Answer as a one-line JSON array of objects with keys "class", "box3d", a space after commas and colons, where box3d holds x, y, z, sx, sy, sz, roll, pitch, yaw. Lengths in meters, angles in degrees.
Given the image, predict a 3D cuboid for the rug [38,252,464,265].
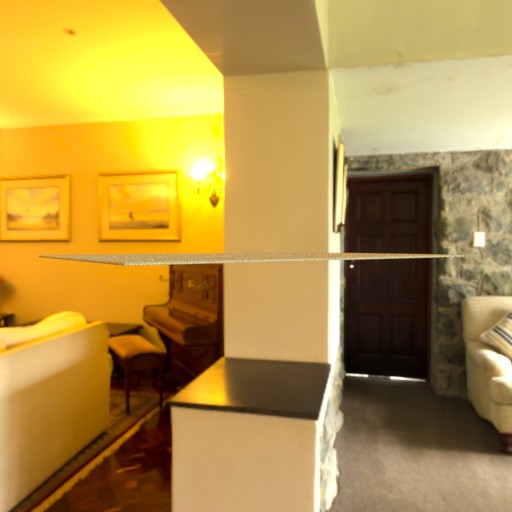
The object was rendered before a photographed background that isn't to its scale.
[{"class": "rug", "box3d": [0.000, 0.000, 2.282, 1.829, 0.010, 1.219, -1, 2, -36]}]
